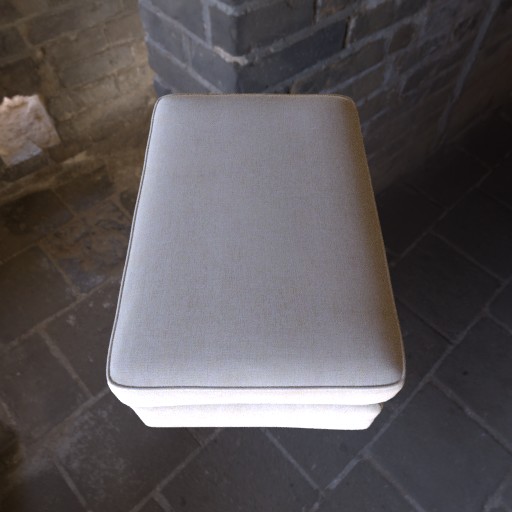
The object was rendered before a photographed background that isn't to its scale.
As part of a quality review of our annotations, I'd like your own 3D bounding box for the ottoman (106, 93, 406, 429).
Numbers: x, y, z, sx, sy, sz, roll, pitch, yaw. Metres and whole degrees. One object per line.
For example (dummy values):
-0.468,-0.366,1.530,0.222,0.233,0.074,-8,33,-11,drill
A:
0.000,0.000,1.215,0.583,0.484,0.862,0,57,0,ottoman
